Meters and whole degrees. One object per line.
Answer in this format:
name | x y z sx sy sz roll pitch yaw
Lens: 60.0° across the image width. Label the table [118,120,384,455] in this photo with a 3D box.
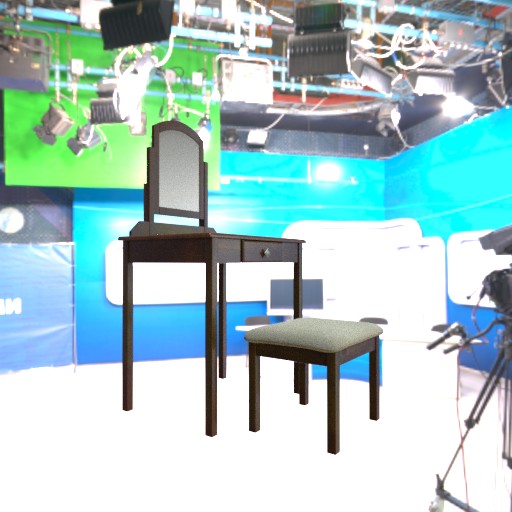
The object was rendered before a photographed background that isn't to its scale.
table | 0.000 0.000 2.352 1.211 1.631 0.876 0 -1 35
